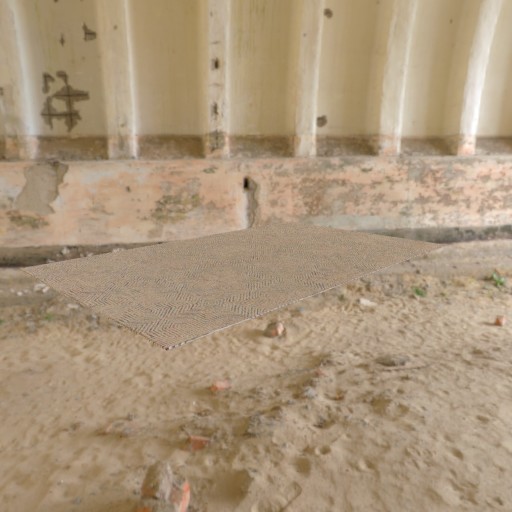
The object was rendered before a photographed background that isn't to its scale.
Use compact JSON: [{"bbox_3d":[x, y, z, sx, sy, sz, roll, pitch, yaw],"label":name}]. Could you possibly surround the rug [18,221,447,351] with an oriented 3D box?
[{"bbox_3d":[0.000,0.000,2.913,1.519,0.007,2.428,13,19,43],"label":"rug"}]
